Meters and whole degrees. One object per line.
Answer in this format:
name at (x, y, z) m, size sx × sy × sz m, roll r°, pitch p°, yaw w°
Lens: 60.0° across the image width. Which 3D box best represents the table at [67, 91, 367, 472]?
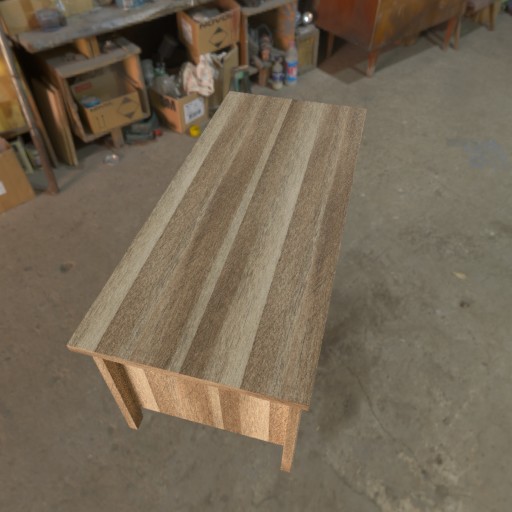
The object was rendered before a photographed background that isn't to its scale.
table at (0.000, 0.000, 1.378) m, size 0.493 × 0.480 × 1.095 m, roll 11°, pitch 48°, yaw 10°
